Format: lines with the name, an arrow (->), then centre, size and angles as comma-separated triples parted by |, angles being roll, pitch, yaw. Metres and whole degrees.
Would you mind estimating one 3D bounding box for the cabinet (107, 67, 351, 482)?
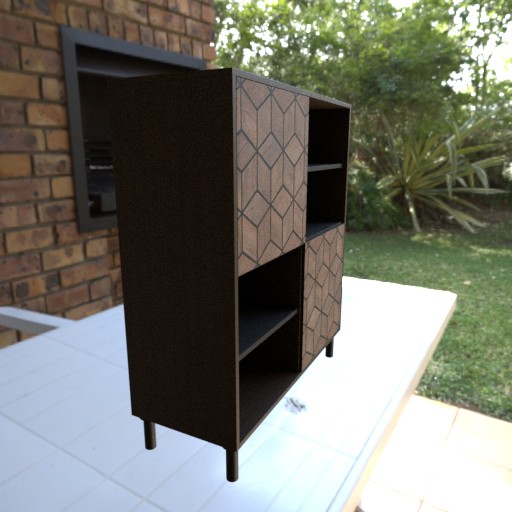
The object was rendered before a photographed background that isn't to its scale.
cabinet -> 0.000, 0.000, 1.700 | 0.400, 1.170, 1.010 | 7, 15, 27
